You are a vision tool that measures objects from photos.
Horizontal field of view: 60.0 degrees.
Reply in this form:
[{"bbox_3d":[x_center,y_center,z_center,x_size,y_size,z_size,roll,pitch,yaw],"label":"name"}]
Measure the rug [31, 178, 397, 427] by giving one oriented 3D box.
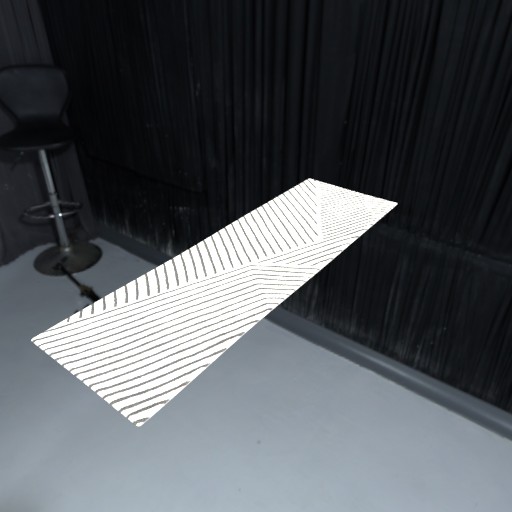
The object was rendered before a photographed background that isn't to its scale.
[{"bbox_3d":[0.000,0.000,2.677,0.773,0.020,2.439,23,39,31],"label":"rug"}]
